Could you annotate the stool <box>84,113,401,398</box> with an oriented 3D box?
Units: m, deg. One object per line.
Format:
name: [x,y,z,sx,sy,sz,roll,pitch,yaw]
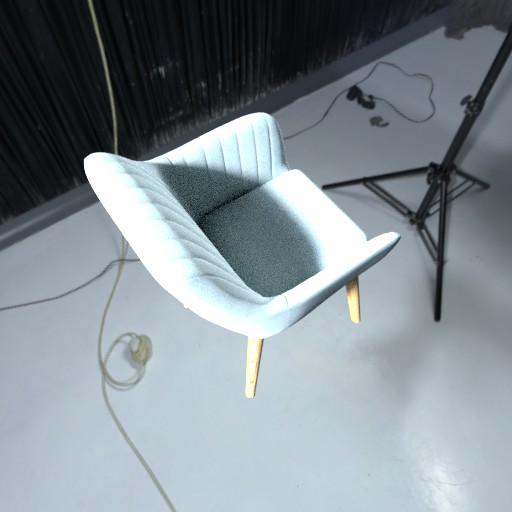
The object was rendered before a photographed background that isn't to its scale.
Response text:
stool: [0.000,0.000,1.181,0.590,0.830,0.503,-32,63,-18]
